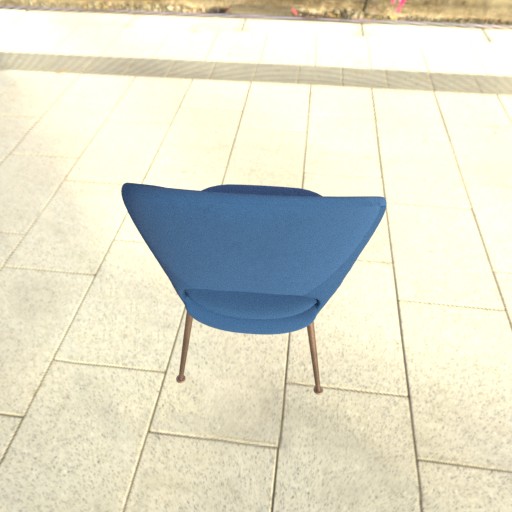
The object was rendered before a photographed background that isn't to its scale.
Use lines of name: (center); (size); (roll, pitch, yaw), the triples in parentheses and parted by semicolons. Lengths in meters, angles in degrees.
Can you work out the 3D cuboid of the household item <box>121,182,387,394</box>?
household item: (0.000, 0.000, 1.252); (0.623, 0.852, 0.573); (4, 47, 3)
